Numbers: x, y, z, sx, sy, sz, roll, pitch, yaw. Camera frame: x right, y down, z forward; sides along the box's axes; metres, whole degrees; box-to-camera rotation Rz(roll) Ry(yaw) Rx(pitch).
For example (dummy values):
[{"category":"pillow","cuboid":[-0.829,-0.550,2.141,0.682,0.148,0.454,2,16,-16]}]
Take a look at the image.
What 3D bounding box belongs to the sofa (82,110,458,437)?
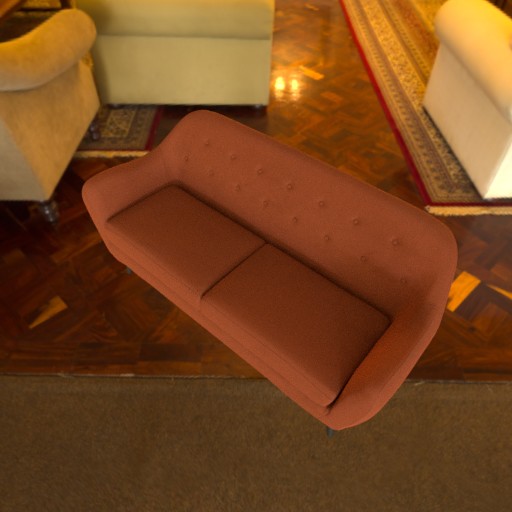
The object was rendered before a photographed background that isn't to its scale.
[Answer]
[{"category":"sofa","cuboid":[0.000,0.000,2.278,1.840,0.836,0.820,33,55,27]}]
